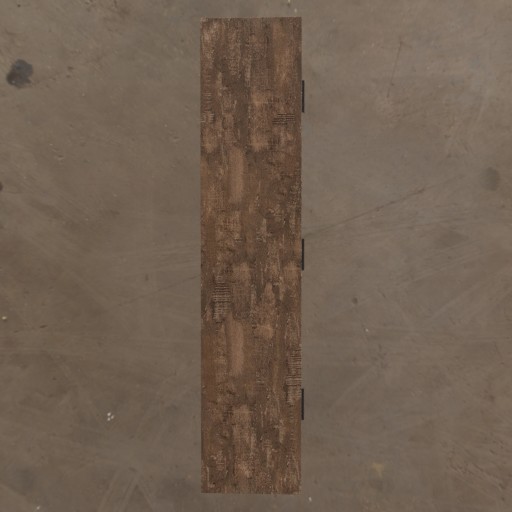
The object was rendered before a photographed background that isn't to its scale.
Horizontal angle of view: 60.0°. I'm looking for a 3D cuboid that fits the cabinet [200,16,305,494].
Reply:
[{"bbox_3d":[0.000,0.000,2.055,0.395,0.762,1.800,0,91,2],"label":"cabinet"}]
